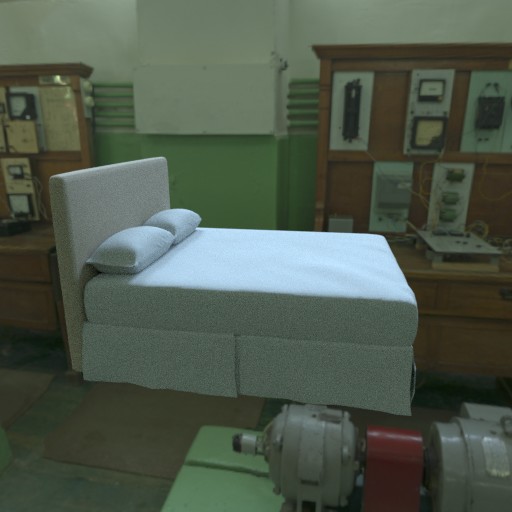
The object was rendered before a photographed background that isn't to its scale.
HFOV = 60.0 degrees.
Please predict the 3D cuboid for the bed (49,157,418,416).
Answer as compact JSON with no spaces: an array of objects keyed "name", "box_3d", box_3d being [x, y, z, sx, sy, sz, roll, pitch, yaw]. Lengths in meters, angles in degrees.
[{"name":"bed","box_3d":[0.000,0.000,3.290,2.142,1.330,1.748,3,16,9]}]
